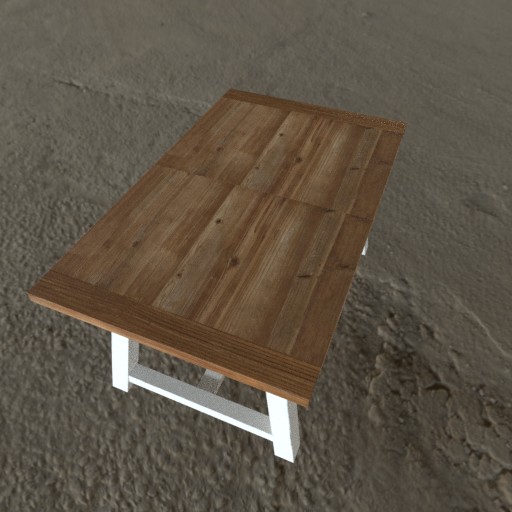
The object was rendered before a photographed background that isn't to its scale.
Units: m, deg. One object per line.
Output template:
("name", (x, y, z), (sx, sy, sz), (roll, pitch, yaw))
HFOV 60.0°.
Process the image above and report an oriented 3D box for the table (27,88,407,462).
("table", (0.000, 0.000, 2.005), (0.922, 0.743, 1.503), (17, 48, 15))
